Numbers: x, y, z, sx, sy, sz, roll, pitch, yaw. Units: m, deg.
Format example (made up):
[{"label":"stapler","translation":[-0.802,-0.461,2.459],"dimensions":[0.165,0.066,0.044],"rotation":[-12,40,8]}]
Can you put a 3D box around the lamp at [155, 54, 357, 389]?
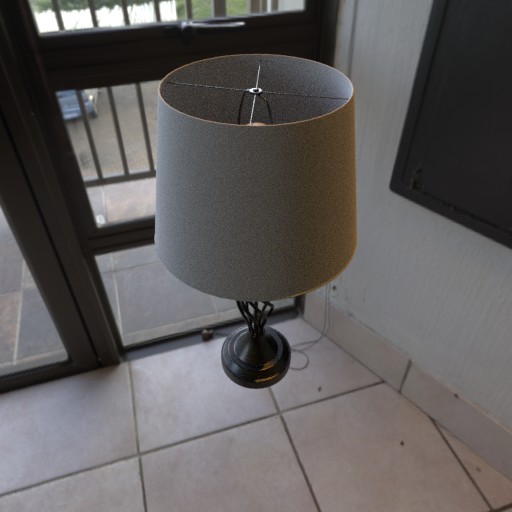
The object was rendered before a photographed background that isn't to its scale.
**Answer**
[{"label":"lamp","translation":[0.000,0.000,0.773],"dimensions":[0.331,0.594,0.331],"rotation":[0,41,0]}]
